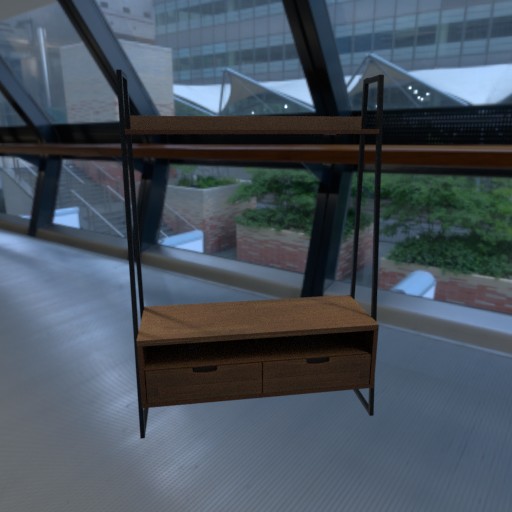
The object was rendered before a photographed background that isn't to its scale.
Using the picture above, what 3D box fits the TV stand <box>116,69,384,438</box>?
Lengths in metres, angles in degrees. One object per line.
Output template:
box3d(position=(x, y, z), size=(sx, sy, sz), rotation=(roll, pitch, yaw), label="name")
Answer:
box3d(position=(0.000, 0.000, 2.291), size=(1.250, 1.772, 0.432), rotation=(-2, 16, -8), label="TV stand")
